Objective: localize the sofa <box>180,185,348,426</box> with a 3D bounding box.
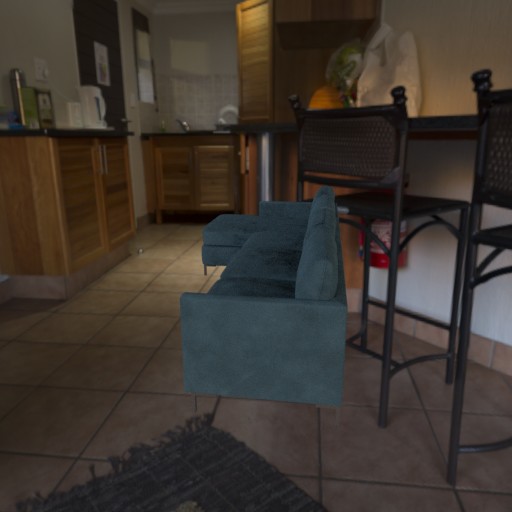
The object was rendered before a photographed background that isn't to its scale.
[{"bbox_3d":[0.000,0.000,4.063,1.500,0.967,3.400,3,16,9],"label":"sofa"}]
